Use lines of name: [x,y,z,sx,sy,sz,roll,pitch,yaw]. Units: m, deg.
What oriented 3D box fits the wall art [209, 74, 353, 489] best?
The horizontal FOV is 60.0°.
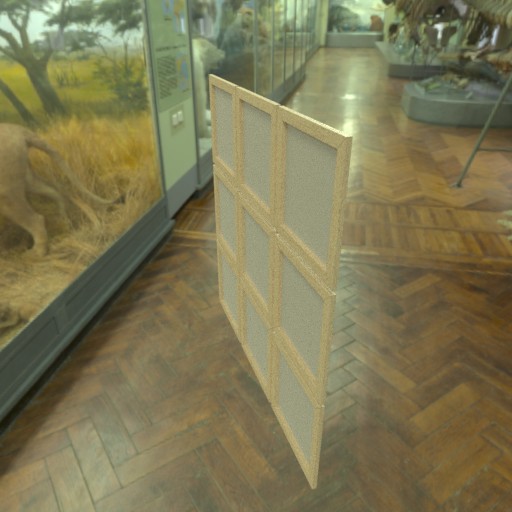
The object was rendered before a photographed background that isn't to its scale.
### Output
wall art: [0.000,0.000,1.747,0.016,1.207,1.217,-10,30,-17]
